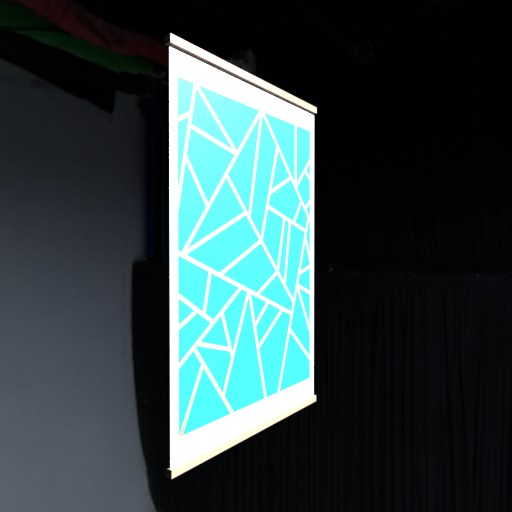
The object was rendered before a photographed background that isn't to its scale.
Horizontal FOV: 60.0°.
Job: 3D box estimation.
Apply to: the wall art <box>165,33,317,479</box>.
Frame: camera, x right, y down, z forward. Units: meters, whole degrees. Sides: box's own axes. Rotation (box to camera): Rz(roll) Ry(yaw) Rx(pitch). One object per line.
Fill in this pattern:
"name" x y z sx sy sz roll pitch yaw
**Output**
"wall art" 0.000 0.000 1.913 0.030 1.519 0.990 1 1 37
